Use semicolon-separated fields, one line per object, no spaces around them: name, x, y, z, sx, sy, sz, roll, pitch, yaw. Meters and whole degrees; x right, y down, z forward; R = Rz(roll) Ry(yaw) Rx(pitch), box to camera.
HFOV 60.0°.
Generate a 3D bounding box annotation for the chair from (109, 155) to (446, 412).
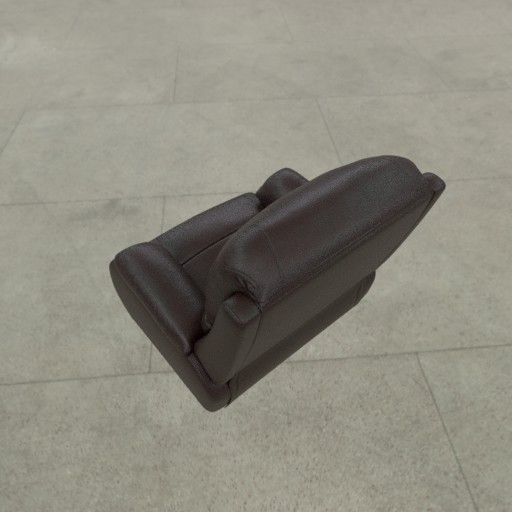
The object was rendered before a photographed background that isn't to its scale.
chair;0.000;0.000;1.748;0.930;1.011;0.899;-31;53;-27
